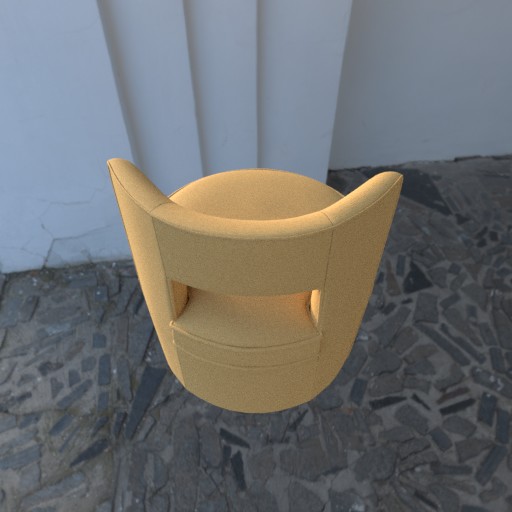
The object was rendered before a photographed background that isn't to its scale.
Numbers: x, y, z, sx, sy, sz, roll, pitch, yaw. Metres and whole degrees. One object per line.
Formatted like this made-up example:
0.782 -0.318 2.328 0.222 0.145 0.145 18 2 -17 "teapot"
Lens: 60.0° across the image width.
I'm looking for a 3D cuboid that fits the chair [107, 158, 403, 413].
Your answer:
0.000 0.000 1.223 0.650 0.723 0.665 4 46 3 "chair"
